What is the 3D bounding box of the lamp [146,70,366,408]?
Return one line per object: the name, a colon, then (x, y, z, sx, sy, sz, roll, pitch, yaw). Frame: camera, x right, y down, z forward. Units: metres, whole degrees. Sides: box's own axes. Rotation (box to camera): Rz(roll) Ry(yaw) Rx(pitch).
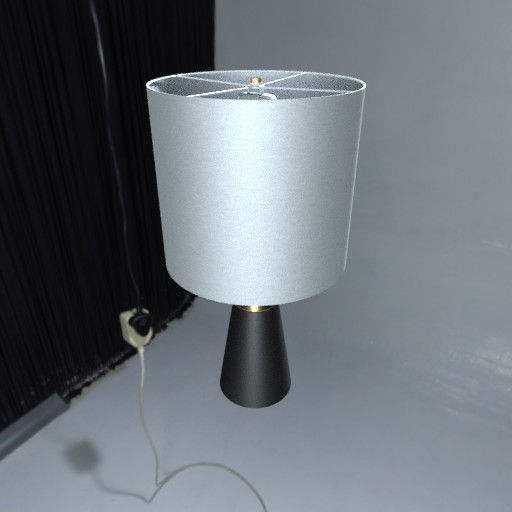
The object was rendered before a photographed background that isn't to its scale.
lamp: (0.000, 0.000, 0.772, 0.308, 0.580, 0.308, 18, 33, 29)
